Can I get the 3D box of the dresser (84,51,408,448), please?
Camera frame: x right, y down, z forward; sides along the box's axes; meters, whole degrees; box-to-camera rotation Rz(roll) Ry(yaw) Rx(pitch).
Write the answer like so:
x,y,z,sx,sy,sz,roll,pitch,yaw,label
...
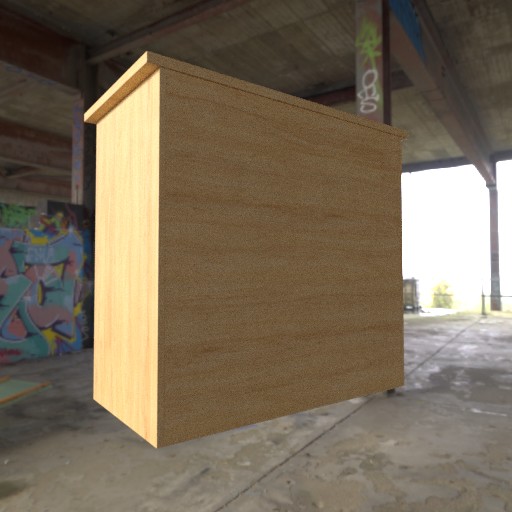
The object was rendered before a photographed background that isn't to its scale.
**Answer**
x,y,z,sx,sy,sz,roll,pitch,yaw,label
0.000,0.000,1.205,0.800,0.730,0.410,1,-2,-36,dresser
